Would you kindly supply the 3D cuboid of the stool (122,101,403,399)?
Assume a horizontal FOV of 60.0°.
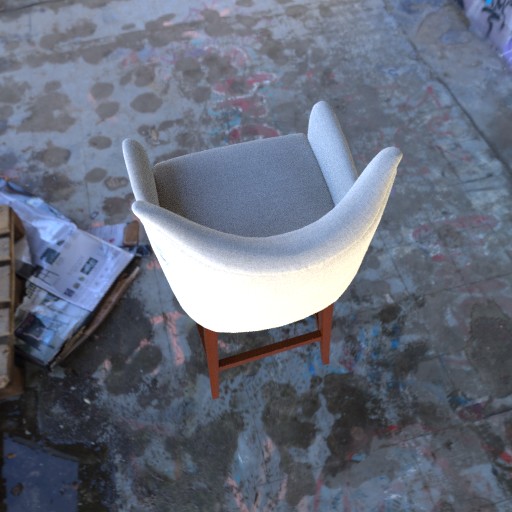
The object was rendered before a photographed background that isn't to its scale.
[{"bbox_3d":[0.000,0.000,1.379,0.615,0.987,0.637,-13,60,-8],"label":"stool"}]
